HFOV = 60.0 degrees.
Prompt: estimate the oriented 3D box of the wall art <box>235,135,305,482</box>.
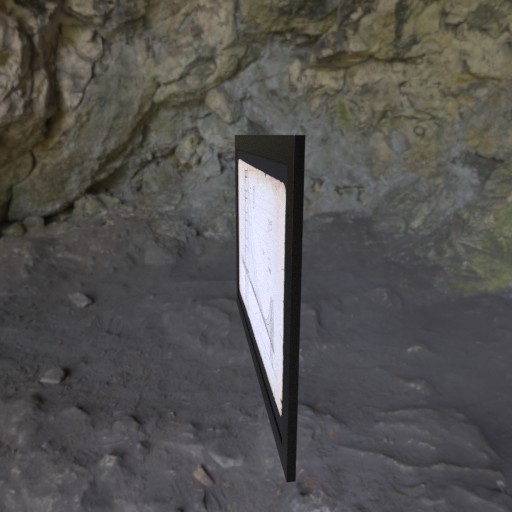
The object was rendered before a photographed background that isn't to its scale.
[{"bbox_3d":[0.000,0.000,0.848,0.013,0.447,0.660,-2,15,-8],"label":"wall art"}]
